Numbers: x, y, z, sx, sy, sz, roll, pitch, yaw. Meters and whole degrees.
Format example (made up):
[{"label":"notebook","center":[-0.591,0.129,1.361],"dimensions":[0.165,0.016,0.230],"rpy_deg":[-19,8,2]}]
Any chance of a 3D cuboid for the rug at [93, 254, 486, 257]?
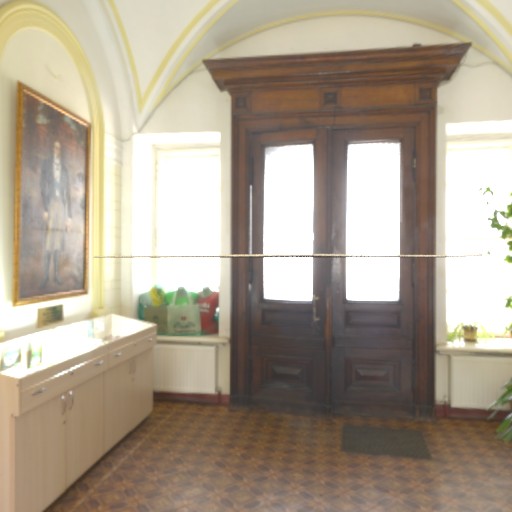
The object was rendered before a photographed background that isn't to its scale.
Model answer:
[{"label":"rug","center":[0.000,0.000,3.110],"dimensions":[1.527,0.021,2.447],"rpy_deg":[0,0,-36]}]
